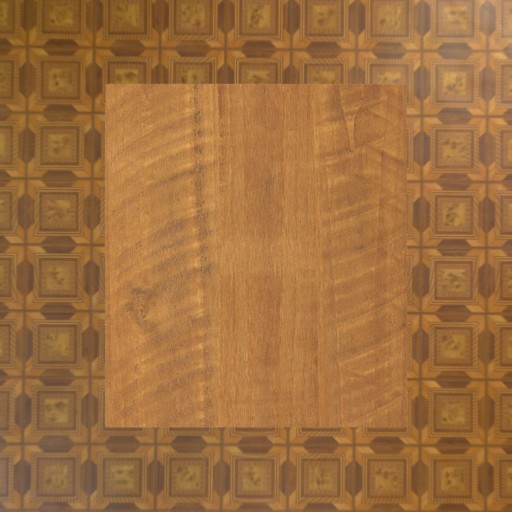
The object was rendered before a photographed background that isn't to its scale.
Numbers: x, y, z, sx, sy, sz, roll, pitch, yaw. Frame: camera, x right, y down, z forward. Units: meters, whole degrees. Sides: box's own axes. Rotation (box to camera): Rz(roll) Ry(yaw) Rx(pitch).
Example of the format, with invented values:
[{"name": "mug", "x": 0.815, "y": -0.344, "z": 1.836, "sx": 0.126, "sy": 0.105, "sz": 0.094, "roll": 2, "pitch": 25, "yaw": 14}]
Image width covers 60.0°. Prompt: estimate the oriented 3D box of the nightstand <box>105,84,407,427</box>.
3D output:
[{"name": "nightstand", "x": 0.000, "y": 0.000, "z": 0.878, "sx": 0.436, "sy": 0.491, "sz": 0.493, "roll": 0, "pitch": 90, "yaw": 0}]
